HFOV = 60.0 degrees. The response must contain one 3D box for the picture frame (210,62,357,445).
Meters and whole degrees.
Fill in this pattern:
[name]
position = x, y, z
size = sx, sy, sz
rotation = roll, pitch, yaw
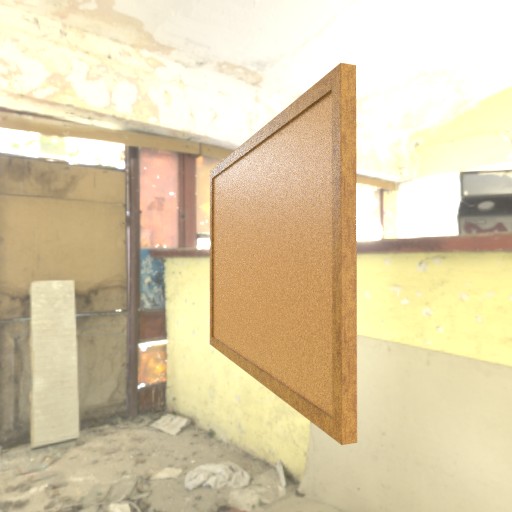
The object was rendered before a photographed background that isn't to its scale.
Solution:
[picture frame]
position = 0.000, 0.000, 1.159
size = 0.029, 0.621, 0.922
rotation = 0, -1, -19
